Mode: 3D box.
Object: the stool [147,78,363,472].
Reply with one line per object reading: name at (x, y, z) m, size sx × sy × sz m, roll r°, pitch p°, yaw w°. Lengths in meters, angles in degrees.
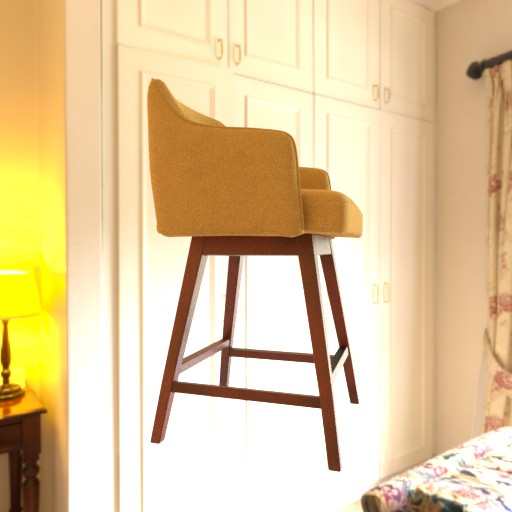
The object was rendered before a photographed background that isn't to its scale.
stool at (0.000, 0.000, 1.250) m, size 0.558 × 0.924 × 0.548 m, roll 0°, pitch 1°, yaw 18°
